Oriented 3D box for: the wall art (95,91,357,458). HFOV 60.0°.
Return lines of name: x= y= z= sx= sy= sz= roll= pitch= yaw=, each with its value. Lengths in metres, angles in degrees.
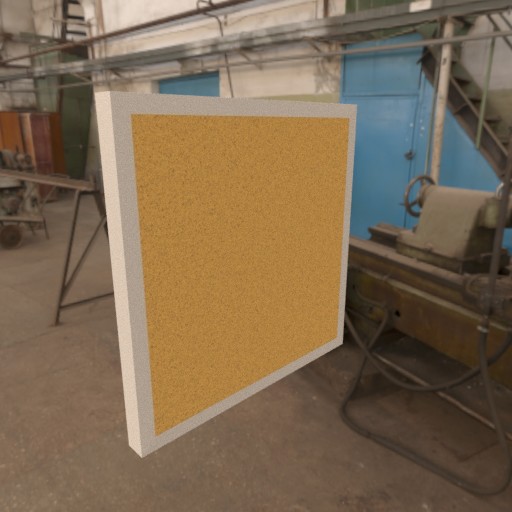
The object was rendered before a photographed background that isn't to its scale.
wall art: x=0.000 y=0.000 z=1.942 sx=1.289 sy=1.291 sz=0.098 roll=-16 pitch=23 yaw=-42
